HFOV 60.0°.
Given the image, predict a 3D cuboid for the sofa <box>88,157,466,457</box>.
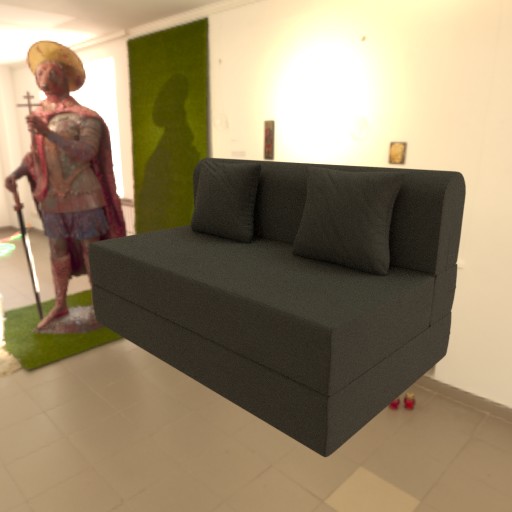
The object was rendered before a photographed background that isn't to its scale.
[{"bbox_3d":[0.000,0.000,1.684,1.225,0.670,0.762,14,21,42],"label":"sofa"}]
